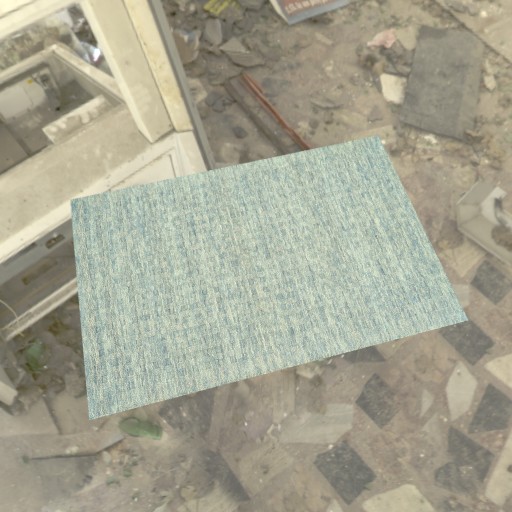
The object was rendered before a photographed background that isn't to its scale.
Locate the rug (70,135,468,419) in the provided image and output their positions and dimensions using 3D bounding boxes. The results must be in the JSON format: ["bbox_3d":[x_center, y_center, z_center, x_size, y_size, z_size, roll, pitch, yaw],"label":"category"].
[{"bbox_3d":[0.000,0.000,2.218,1.752,0.006,1.142,-13,65,-6],"label":"rug"}]
